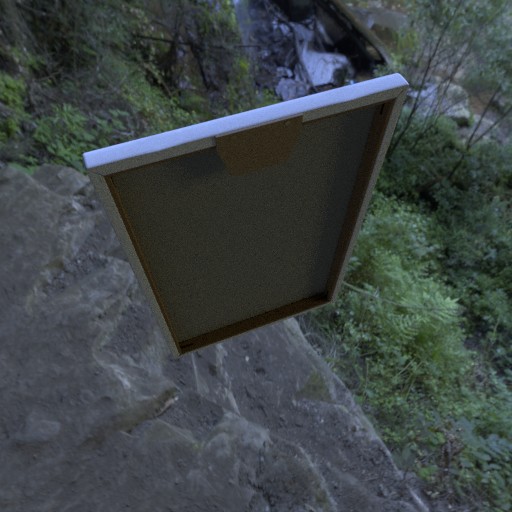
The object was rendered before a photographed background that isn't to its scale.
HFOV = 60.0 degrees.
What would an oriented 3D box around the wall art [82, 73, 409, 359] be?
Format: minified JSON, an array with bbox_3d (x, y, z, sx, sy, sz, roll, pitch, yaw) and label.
[{"bbox_3d":[0.000,0.000,1.165,0.602,0.916,0.048,-18,60,-11],"label":"wall art"}]
